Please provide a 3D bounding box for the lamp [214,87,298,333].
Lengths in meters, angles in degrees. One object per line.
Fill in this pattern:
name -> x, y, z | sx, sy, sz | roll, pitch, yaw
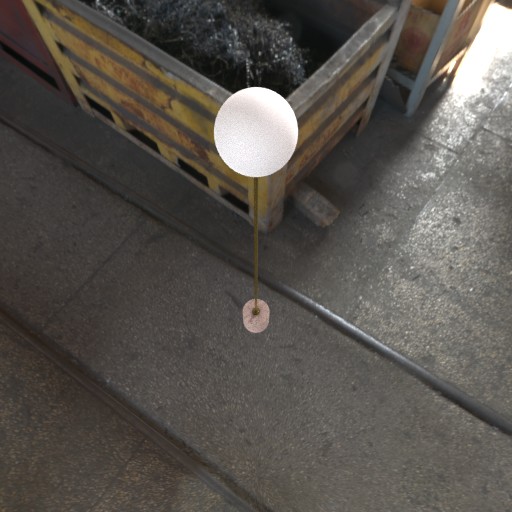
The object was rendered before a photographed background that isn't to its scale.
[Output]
lamp -> 0.000, 0.000, 1.886 | 0.229, 1.748, 0.229 | 1, 64, 0
